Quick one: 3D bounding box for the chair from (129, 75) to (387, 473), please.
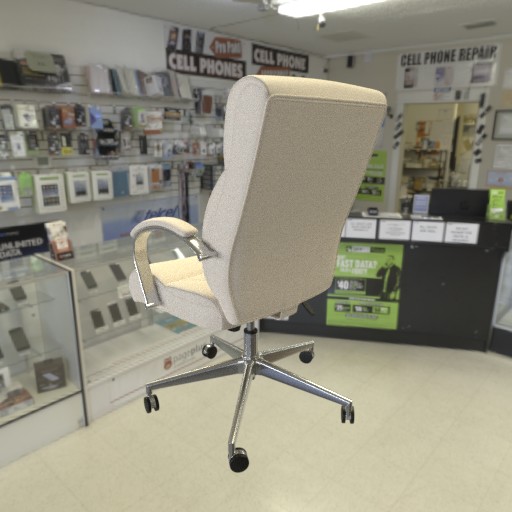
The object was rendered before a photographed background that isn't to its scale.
[{"bbox_3d":[0.000,0.000,1.541,0.745,1.099,0.727,15,21,42],"label":"chair"}]
